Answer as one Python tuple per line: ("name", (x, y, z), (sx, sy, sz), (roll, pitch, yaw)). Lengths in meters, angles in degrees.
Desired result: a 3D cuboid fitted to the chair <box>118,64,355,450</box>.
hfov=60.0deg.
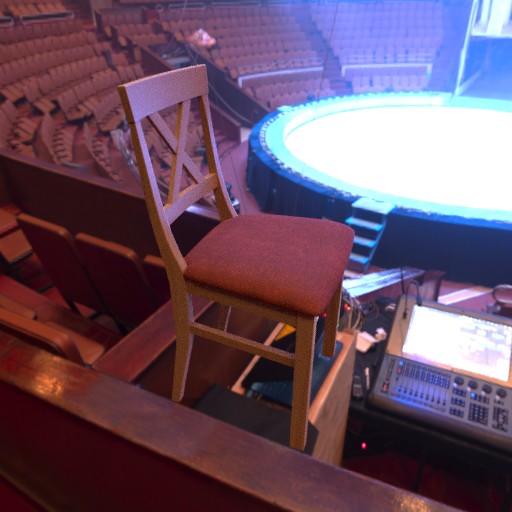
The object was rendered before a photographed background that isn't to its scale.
("chair", (0.000, 0.000, 1.211), (0.492, 0.912, 0.439), (11, 32, 18))
